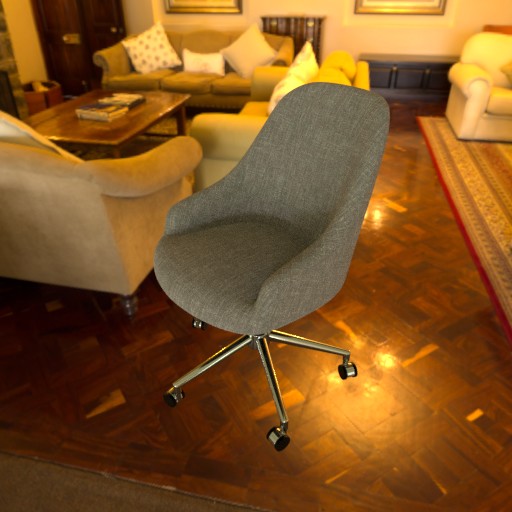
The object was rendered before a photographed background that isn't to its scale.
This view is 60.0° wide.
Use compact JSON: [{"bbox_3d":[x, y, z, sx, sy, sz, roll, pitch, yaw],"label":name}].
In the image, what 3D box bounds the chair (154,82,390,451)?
[{"bbox_3d":[0.000,0.000,1.402,0.712,0.950,0.671,-21,38,-30],"label":"chair"}]
